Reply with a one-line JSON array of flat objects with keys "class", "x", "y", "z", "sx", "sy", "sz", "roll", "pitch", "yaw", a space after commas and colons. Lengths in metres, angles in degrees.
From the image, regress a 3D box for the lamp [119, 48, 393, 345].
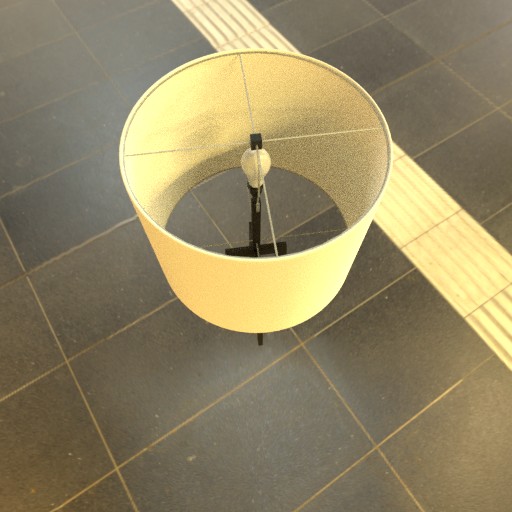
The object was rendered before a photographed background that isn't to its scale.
[{"class": "lamp", "x": 0.000, "y": 0.000, "z": 0.634, "sx": 0.257, "sy": 0.489, "sz": 0.257, "roll": 34, "pitch": 68, "yaw": 16}]
